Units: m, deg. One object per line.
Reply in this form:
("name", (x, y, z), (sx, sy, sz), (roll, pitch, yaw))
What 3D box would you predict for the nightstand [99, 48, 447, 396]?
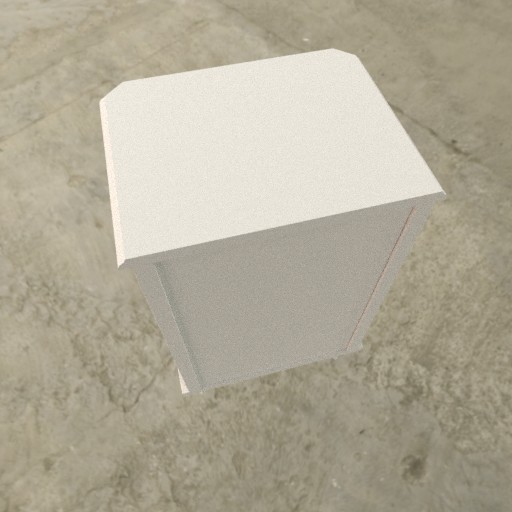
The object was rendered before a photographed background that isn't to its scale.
("nightstand", (0.000, 0.000, 0.927), (0.435, 0.681, 0.351), (-13, 58, -8))
